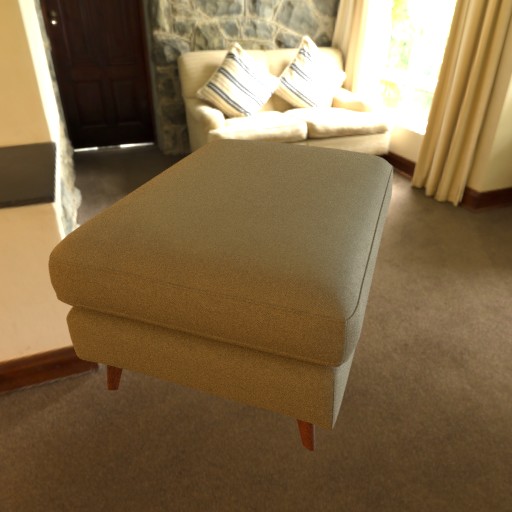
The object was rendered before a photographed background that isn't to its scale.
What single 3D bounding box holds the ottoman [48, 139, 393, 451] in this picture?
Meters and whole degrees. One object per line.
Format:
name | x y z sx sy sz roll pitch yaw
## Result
ottoman | 0.000 0.000 1.149 0.608 0.449 0.811 10 32 17
